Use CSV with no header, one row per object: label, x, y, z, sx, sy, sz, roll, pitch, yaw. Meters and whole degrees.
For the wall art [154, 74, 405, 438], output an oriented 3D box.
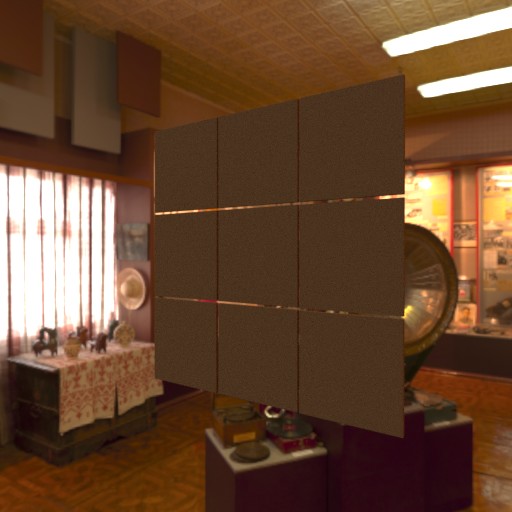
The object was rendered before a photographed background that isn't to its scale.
wall art,0.000,0.000,1.836,1.216,1.216,0.013,0,1,35
